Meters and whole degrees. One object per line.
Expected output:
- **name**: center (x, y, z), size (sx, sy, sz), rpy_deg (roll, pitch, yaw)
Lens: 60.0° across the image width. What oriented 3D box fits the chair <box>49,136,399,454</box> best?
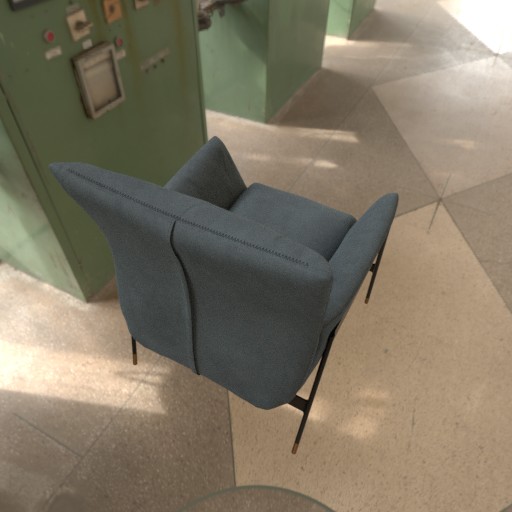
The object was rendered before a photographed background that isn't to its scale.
- **chair**: center (0.000, 0.000, 1.362), size (0.678, 0.858, 0.709), rpy_deg (22, 51, 19)
